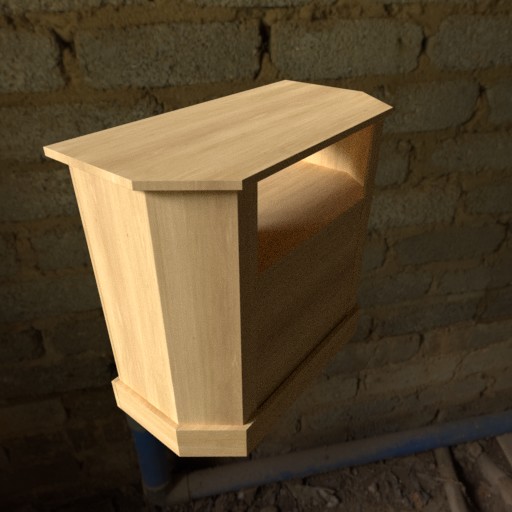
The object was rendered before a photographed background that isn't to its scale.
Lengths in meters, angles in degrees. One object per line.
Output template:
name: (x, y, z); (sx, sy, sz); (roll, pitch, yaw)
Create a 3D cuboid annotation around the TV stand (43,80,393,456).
TV stand: (0.000, 0.000, 1.276); (0.425, 0.781, 0.851); (23, 39, 32)
